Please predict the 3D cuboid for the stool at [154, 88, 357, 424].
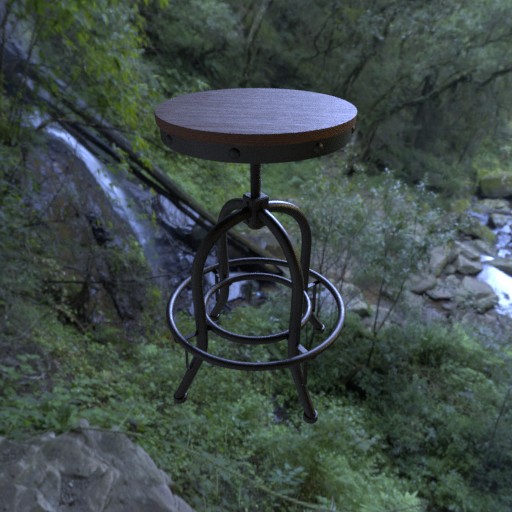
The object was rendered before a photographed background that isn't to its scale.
[{"bbox_3d":[0.000,0.000,0.932,0.439,0.609,0.439,-19,36,-29],"label":"stool"}]
